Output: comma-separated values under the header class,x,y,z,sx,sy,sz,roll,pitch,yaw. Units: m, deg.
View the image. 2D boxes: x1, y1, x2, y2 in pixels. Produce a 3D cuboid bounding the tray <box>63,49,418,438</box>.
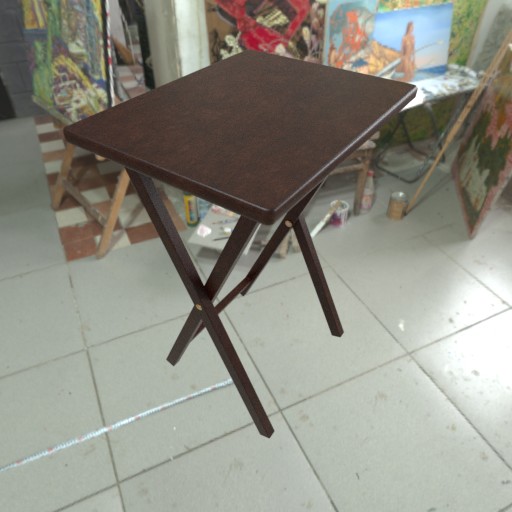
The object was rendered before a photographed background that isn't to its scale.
class,x,y,z,sx,sy,sz,roll,pitch,yaw
tray,0.000,0.000,0.946,0.381,0.660,0.483,25,47,26
